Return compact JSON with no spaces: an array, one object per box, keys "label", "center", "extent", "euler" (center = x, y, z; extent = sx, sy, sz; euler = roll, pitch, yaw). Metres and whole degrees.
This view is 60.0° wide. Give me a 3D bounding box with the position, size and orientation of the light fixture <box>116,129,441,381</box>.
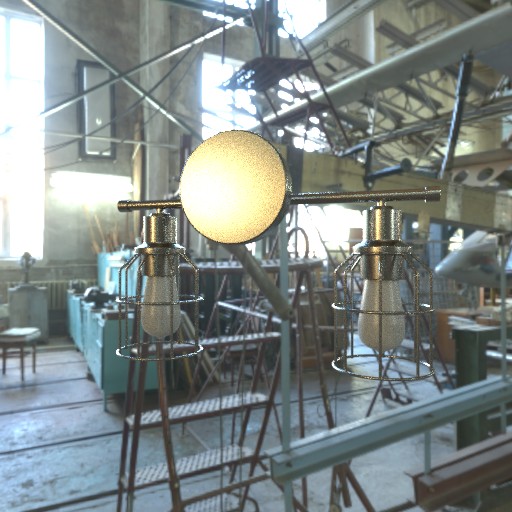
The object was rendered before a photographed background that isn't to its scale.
[{"label":"light fixture","center":[0.000,0.000,0.523],"extent":[0.406,0.254,0.165],"euler":[0,0,18]}]
